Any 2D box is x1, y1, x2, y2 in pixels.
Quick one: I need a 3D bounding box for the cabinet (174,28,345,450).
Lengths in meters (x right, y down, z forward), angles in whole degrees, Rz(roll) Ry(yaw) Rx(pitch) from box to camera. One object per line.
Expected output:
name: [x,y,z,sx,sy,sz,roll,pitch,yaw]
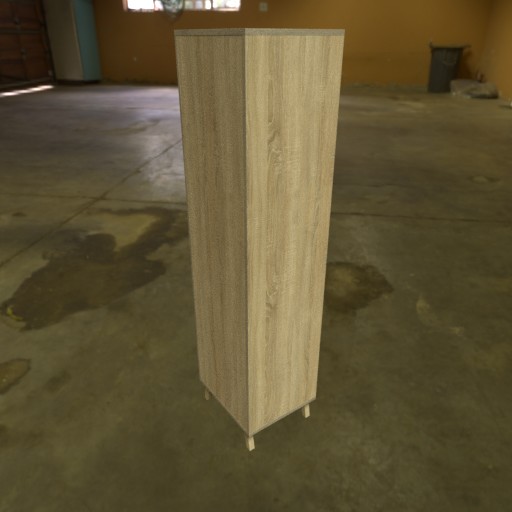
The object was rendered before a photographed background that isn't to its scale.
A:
cabinet: [0.000,0.000,2.156,0.450,1.960,0.510,-18,31,-31]
